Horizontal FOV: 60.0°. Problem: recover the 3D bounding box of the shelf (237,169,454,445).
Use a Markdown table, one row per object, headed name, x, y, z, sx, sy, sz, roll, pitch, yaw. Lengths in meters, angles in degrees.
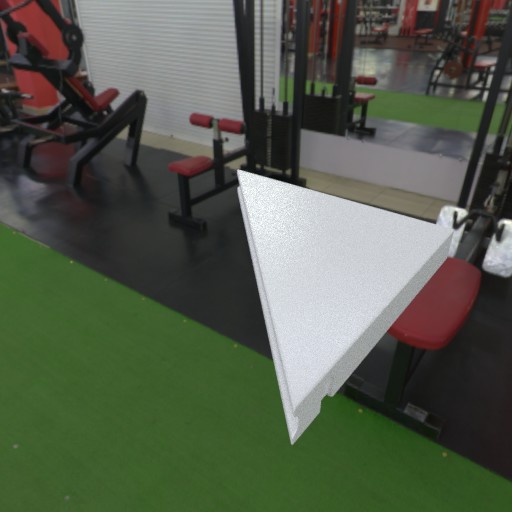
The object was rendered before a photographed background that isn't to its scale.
| name | x | y | z | sx | sy | sz | roll | pitch | yaw |
| --- | --- | --- | --- | --- | --- | --- | --- | --- | --- |
| shelf | 0.000 | 0.000 | 0.450 | 0.296 | 0.035 | 0.296 | 22 | 37 | 32 |
